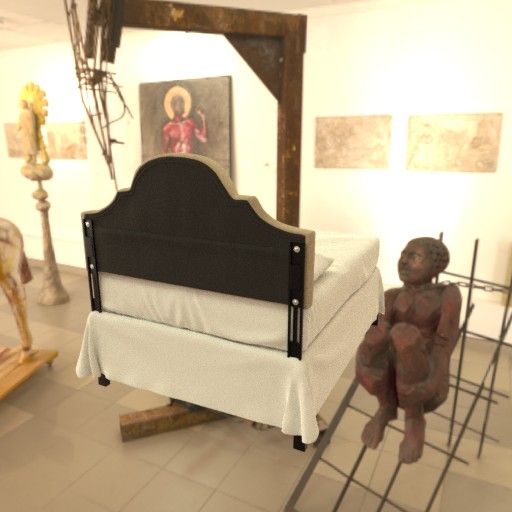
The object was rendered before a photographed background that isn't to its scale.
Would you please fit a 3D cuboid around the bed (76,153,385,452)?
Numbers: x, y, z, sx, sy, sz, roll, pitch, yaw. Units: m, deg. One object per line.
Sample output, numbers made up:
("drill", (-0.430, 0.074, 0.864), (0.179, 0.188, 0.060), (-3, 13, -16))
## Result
("bed", (0.000, 0.000, 3.476), (1.780, 1.634, 2.222), (7, 17, 26))
